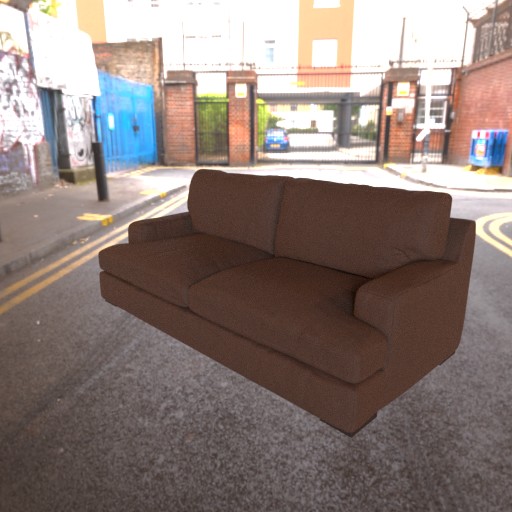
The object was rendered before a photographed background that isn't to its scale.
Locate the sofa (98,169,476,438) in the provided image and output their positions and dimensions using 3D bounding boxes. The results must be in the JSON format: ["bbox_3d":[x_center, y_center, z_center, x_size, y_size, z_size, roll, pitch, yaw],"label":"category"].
[{"bbox_3d":[0.000,0.000,2.831,1.140,0.950,2.274,-15,21,-43],"label":"sofa"}]
